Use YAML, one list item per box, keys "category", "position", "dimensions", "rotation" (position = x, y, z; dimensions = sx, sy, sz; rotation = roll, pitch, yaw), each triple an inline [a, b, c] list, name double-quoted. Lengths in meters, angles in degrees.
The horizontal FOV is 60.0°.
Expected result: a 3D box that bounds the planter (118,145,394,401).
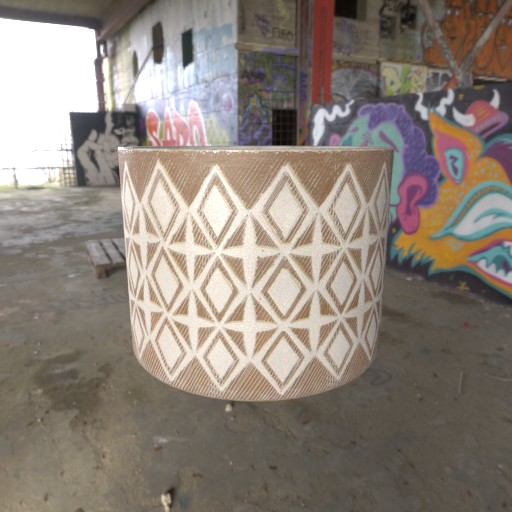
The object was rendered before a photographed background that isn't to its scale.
- category: "planter"
  position: [0.000, 0.000, 0.344]
  dimensions: [0.193, 0.165, 0.193]
  rotation: [0, 14, 0]
